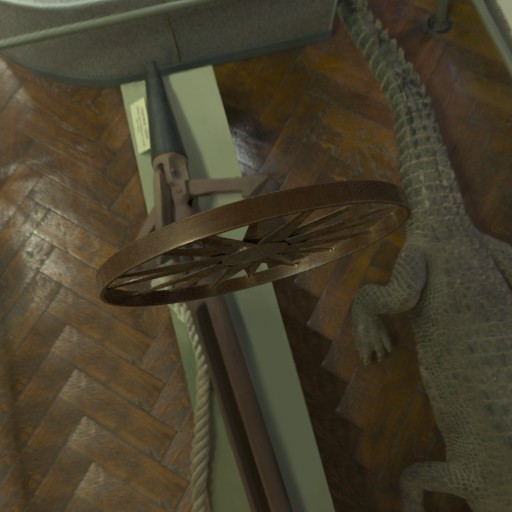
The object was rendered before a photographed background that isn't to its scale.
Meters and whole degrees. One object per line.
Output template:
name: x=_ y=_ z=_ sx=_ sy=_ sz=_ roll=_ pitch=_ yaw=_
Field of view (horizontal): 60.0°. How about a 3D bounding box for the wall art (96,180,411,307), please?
wall art: x=0.000 y=0.000 z=0.849 sx=0.582 sy=0.583 sz=0.084 roll=-15 pitch=73 yaw=-4
